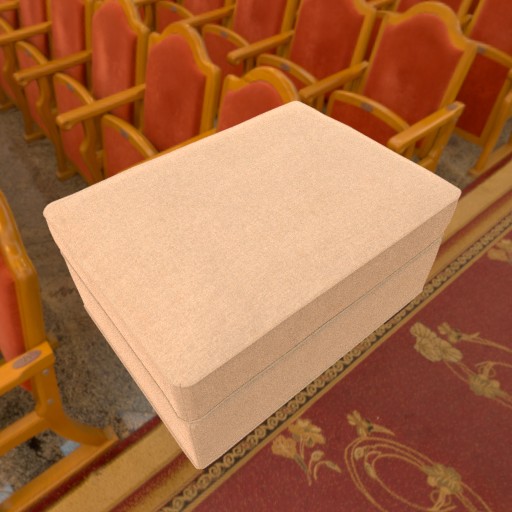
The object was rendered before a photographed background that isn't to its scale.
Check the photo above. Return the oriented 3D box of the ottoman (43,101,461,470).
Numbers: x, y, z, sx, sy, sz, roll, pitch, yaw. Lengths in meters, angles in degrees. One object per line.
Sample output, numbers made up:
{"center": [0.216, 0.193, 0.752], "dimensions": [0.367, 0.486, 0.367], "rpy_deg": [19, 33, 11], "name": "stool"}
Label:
{"center": [0.000, 0.000, 1.212], "dimensions": [0.846, 0.503, 0.617], "rpy_deg": [-31, 54, -26], "name": "ottoman"}
